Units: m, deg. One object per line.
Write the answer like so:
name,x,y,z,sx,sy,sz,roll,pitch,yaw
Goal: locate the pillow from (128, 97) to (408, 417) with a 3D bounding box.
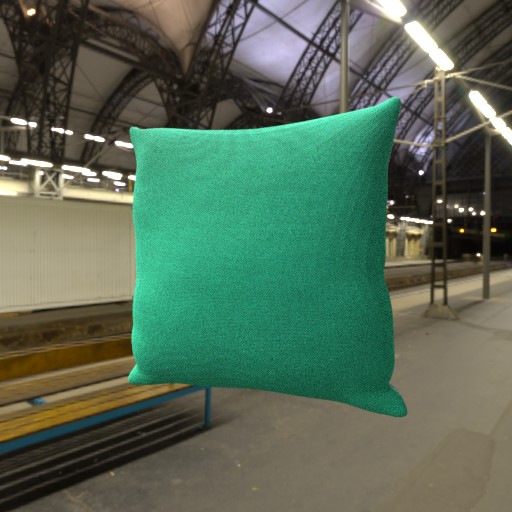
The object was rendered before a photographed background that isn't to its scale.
pillow,0.000,0.000,0.677,0.440,0.441,0.182,0,1,17
